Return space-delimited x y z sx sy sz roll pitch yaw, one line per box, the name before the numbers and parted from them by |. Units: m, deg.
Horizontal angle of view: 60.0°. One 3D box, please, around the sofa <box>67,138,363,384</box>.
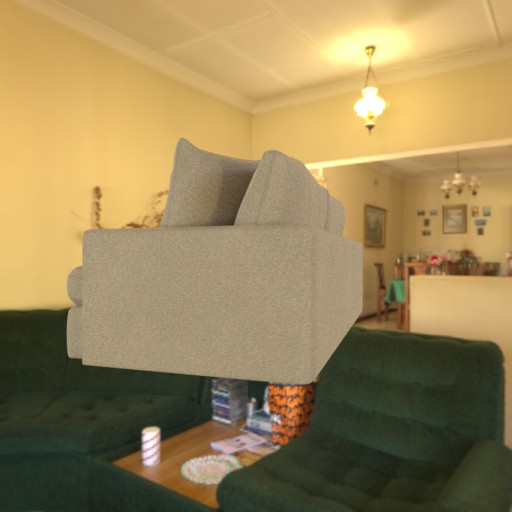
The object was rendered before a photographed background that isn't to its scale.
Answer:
sofa | 0.000 0.000 2.988 1.228 1.084 2.380 0 0 18
